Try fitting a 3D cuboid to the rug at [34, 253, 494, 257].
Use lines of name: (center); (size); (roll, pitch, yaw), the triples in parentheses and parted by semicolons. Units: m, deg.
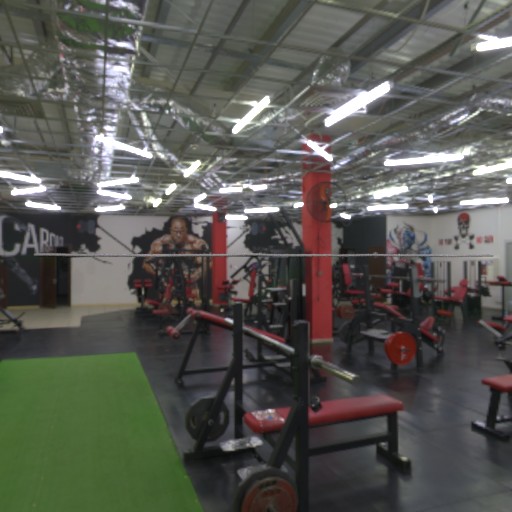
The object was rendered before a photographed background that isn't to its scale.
rug: (0.000, 0.000, 2.952); (2.444, 0.023, 1.531); (0, 0, -18)
